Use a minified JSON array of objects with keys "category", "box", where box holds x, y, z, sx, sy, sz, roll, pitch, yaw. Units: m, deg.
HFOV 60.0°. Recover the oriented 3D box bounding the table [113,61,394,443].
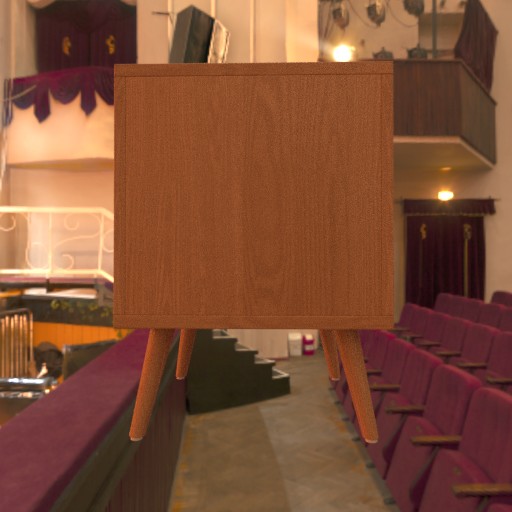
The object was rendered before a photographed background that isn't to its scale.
[{"category":"table","box":[0.000,0.000,0.831,0.400,0.550,0.400,0,-1,1]}]
